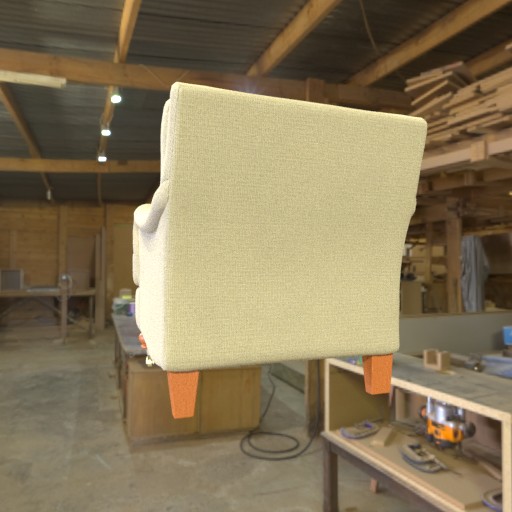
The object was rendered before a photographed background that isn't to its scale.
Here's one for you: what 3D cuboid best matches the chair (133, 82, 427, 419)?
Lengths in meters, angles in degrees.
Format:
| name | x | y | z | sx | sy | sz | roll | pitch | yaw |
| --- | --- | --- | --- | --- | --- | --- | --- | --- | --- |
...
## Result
| name | x | y | z | sx | sy | sz | roll | pitch | yaw |
| --- | --- | --- | --- | --- | --- | --- | --- | --- | --- |
| chair | 0.000 | 0.000 | 1.847 | 0.955 | 1.038 | 1.070 | 0 | -1 | -21 |
